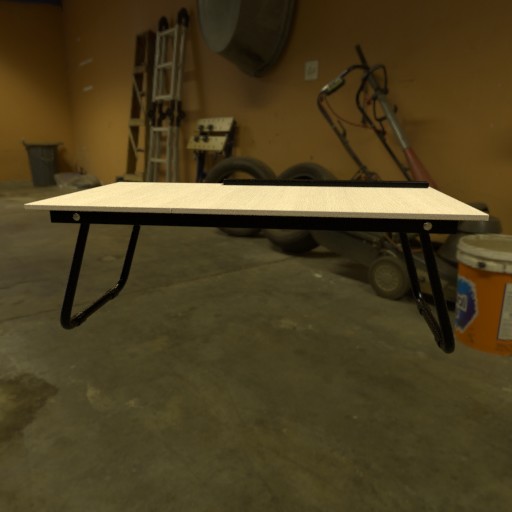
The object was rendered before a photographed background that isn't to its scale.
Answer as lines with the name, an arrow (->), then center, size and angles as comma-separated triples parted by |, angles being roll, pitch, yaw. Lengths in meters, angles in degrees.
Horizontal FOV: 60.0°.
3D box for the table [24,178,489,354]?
table -> 0.000, 0.000, 0.787 | 0.644, 0.242, 0.322 | 2, 15, 8
